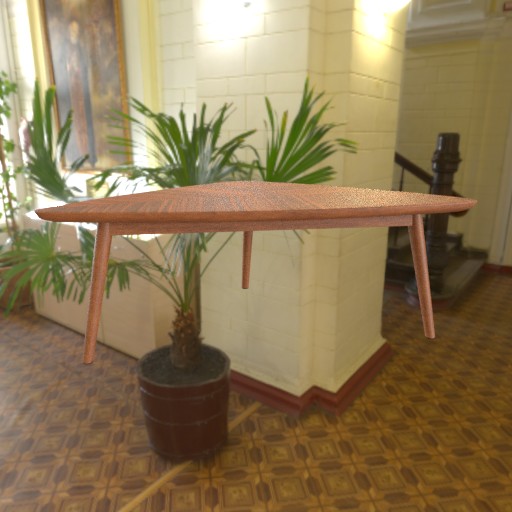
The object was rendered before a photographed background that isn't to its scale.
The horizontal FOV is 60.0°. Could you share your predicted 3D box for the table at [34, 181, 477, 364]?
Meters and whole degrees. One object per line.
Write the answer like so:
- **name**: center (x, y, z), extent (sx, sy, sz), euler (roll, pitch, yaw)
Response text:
- **table**: center (0.000, 0.000, 1.259), extent (1.008, 0.365, 0.601), euler (-2, 16, -8)
